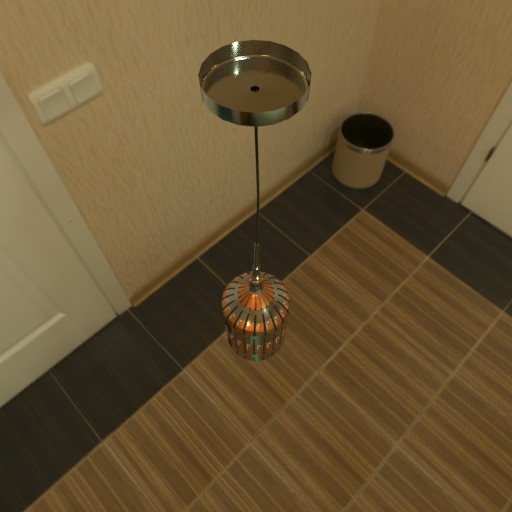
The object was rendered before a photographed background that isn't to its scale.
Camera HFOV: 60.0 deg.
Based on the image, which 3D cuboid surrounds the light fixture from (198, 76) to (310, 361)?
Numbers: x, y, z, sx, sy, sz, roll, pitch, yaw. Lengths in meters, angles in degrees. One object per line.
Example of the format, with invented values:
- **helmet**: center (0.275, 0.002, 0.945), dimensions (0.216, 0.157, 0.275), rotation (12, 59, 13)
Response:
- **light fixture**: center (0.000, 0.000, 1.629), dimensions (0.303, 1.535, 0.303), rotation (0, 59, 0)
